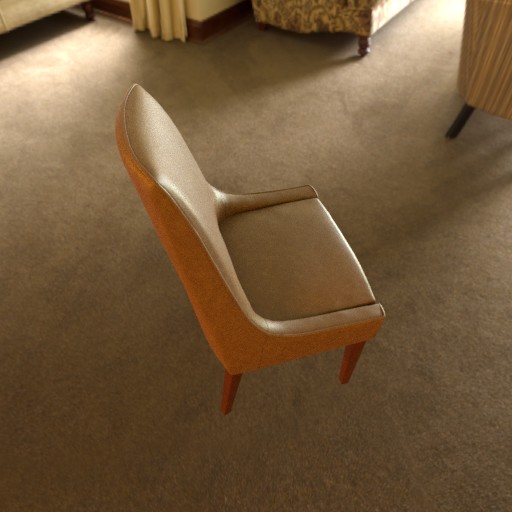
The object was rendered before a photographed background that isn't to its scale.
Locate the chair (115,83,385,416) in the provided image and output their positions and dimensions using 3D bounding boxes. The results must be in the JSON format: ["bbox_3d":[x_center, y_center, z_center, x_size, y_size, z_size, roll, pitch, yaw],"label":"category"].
[{"bbox_3d":[0.000,0.000,1.181,0.544,0.861,0.529,-12,49,-10],"label":"chair"}]
